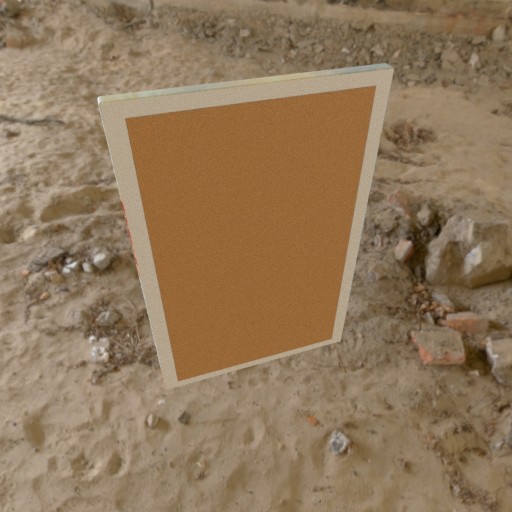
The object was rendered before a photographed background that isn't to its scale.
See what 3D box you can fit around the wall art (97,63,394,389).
[{"bbox_3d":[0.000,0.000,1.173,0.605,0.915,0.037,-12,42,-14],"label":"wall art"}]
